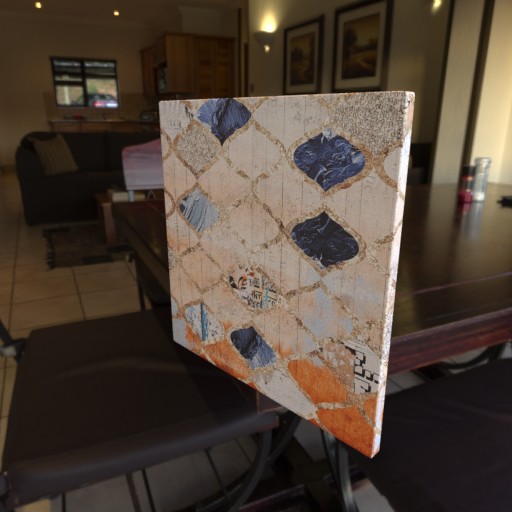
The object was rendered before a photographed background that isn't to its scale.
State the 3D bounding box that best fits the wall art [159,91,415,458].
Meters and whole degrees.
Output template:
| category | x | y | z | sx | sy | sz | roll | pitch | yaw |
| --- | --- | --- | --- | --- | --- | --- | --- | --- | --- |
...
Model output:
| category | x | y | z | sx | sy | sz | roll | pitch | yaw |
| --- | --- | --- | --- | --- | --- | --- | --- | --- | --- |
| wall art | 0.000 | 0.000 | 1.356 | 0.039 | 0.914 | 0.912 | -16 | 24 | -42 |
